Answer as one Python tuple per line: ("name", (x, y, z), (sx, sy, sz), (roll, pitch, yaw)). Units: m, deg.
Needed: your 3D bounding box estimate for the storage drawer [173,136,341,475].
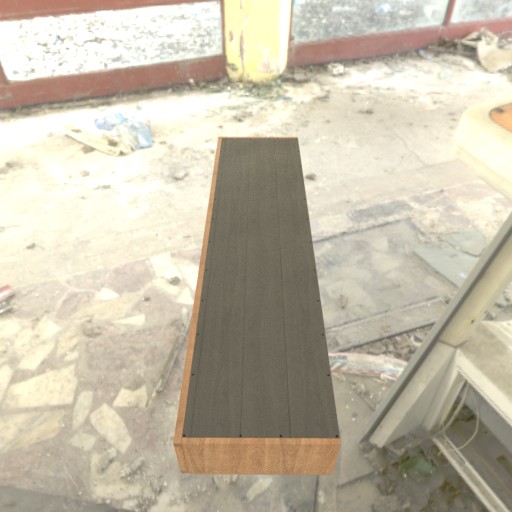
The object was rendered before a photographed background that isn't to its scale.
("storage drawer", (0.000, 0.000, 2.210), (0.538, 0.264, 2.032), (0, 42, 0))
